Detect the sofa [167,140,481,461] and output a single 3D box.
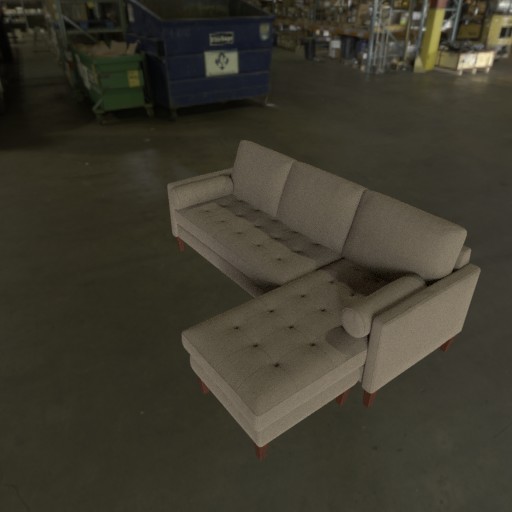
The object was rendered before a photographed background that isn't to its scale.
[{"bbox_3d":[0.000,0.000,2.892,1.506,0.875,2.178,-21,37,-31],"label":"sofa"}]
